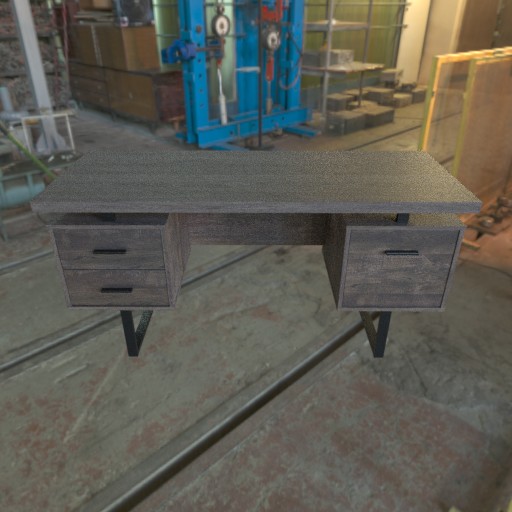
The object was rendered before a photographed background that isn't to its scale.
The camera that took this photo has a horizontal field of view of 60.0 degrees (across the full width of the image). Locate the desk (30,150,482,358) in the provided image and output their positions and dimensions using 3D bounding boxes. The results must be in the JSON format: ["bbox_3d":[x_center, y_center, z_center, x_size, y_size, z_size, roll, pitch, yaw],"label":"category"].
[{"bbox_3d":[0.000,0.000,1.939,1.524,0.760,0.600,0,30,0],"label":"desk"}]
